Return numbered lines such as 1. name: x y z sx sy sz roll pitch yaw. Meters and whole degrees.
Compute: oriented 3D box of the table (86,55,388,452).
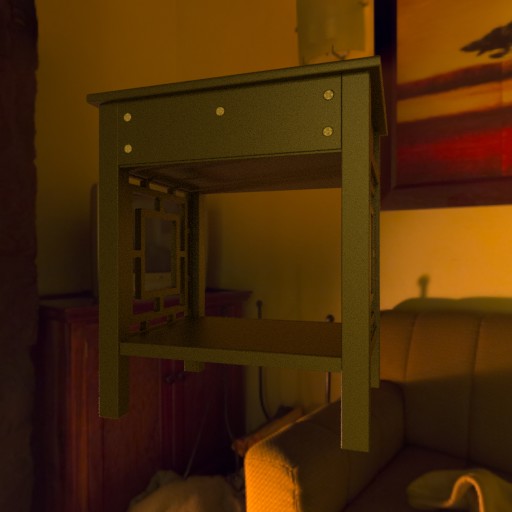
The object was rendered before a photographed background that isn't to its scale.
1. table: 0.000 0.000 1.010 0.564 0.646 0.451 0 0 18
